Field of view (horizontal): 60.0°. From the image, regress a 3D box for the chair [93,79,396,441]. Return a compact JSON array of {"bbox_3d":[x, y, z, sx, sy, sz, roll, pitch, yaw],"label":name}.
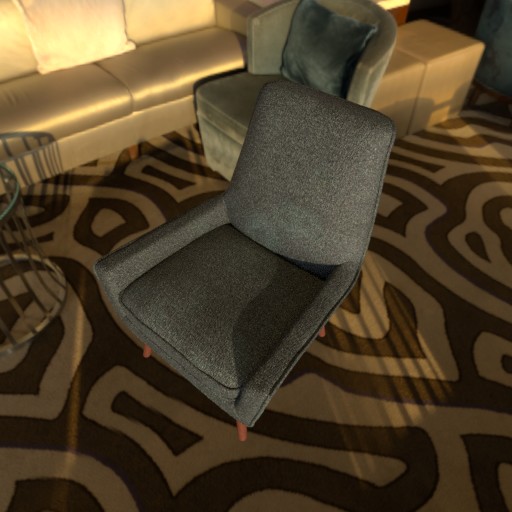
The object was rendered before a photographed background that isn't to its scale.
[{"bbox_3d":[0.000,0.000,1.549,0.763,0.883,0.859,31,53,27],"label":"chair"}]
